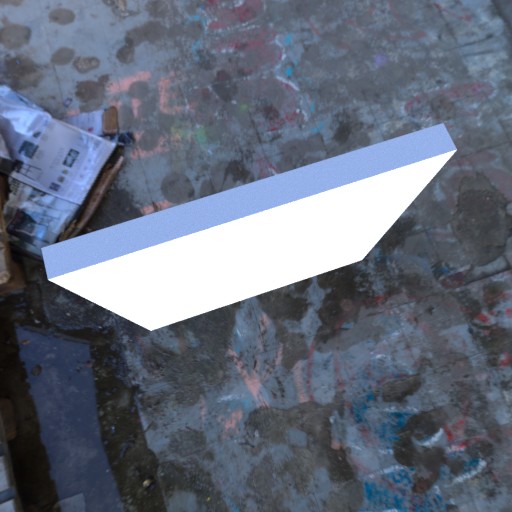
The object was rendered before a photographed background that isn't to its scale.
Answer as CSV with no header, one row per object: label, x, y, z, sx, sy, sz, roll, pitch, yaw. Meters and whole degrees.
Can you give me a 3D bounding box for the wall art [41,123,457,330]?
wall art,0.000,0.000,0.538,0.355,0.355,0.027,-18,75,-5
